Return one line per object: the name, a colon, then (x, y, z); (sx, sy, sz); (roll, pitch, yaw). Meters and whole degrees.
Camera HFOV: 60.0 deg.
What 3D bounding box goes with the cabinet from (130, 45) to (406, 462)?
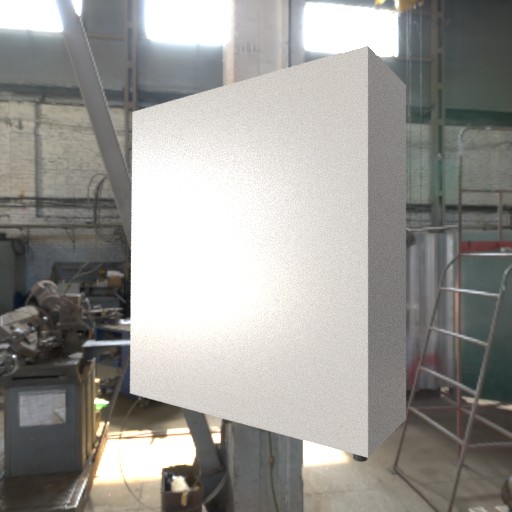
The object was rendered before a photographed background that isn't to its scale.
cabinet: (0.000, 0.000, 1.634); (0.990, 1.150, 0.348); (0, 0, 35)
